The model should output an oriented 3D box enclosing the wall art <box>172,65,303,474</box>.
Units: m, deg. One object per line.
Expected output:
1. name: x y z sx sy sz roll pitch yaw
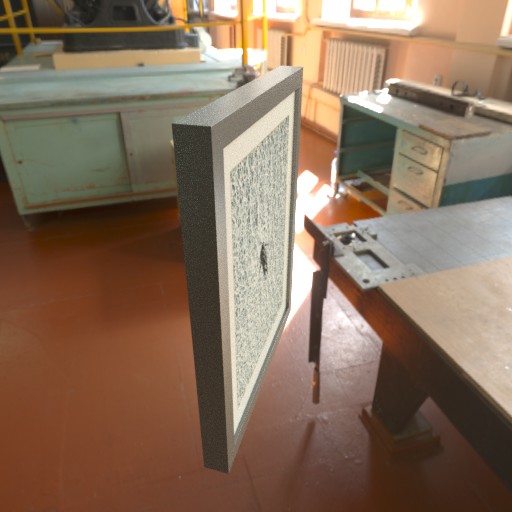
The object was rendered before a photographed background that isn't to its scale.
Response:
1. wall art: 0.000 0.000 0.523 0.030 0.379 0.308 9 31 14
